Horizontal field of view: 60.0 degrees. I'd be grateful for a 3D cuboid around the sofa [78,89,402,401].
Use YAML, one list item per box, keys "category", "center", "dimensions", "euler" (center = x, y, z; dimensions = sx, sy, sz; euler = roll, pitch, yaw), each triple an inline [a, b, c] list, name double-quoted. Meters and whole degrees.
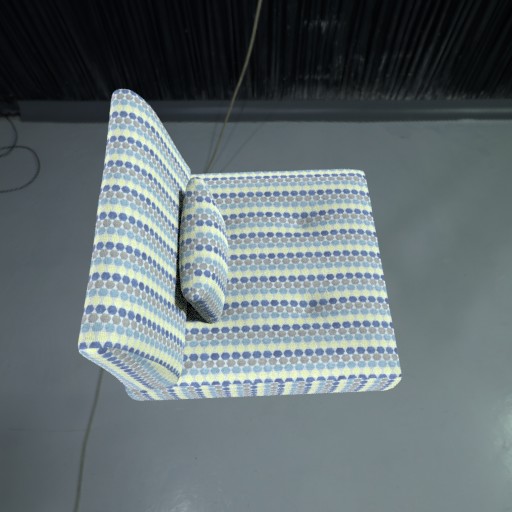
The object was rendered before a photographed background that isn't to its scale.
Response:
- category: "sofa"
  center: [0.000, 0.000, 1.661]
  dimensions: [1.000, 0.830, 0.930]
  euler: [-2, 64, -1]
